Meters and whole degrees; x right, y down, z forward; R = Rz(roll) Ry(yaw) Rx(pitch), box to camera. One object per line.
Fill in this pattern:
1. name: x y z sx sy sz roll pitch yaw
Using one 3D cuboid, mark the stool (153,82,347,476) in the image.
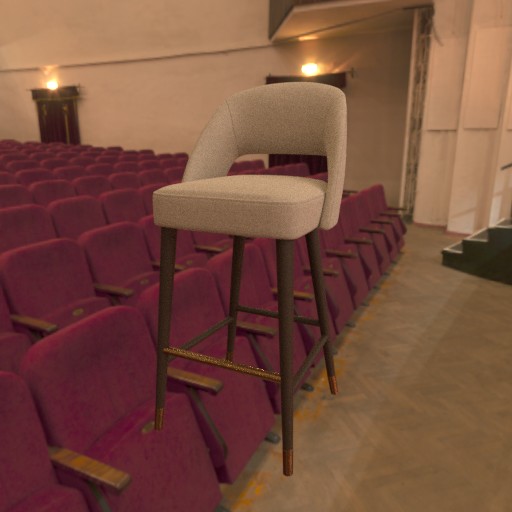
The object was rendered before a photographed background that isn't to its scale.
1. stool: 0.000 0.000 1.347 0.494 1.037 0.509 7 17 25
